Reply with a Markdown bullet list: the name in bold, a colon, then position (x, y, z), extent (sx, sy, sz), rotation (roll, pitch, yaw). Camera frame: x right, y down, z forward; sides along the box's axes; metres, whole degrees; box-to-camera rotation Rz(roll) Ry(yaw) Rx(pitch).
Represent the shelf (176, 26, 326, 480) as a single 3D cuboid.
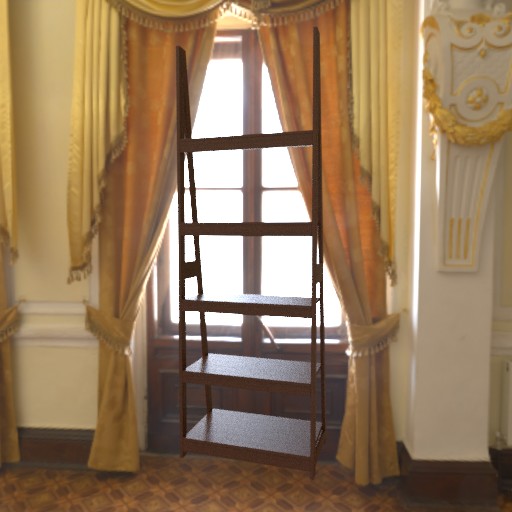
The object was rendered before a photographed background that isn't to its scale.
- **shelf**: position (0.000, 0.000, 1.983), extent (0.600, 1.770, 0.350), rotation (1, 3, 17)
